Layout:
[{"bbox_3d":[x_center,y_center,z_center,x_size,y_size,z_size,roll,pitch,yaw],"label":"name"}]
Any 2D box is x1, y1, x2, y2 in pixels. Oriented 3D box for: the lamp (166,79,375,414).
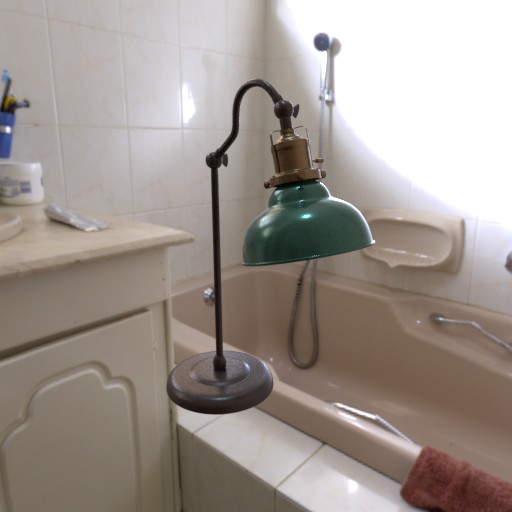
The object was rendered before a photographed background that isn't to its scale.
[{"bbox_3d":[0.000,0.000,0.678,0.374,0.508,0.192,14,20,43],"label":"lamp"}]
